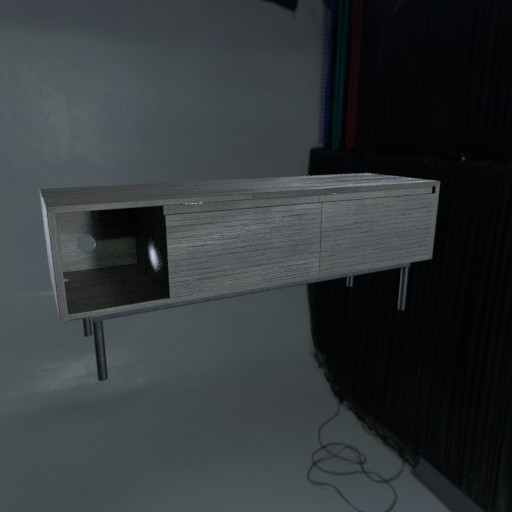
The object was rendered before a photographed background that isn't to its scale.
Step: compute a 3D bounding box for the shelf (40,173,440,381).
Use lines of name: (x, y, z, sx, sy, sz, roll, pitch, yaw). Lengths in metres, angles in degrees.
shelf: (0.000, 0.000, 1.549, 1.300, 0.495, 0.400, -8, 17, -26)
